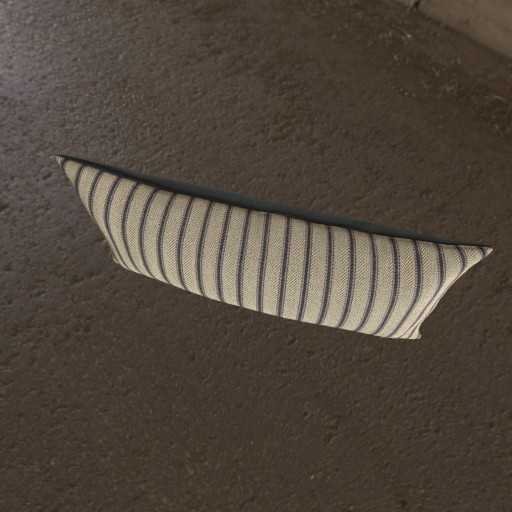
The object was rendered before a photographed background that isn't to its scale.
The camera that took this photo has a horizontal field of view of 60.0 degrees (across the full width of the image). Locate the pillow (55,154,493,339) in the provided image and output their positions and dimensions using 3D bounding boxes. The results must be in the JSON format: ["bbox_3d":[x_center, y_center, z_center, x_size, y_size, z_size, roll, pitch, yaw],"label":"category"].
[{"bbox_3d":[0.000,0.000,0.718,0.609,0.305,0.151,14,58,9],"label":"pillow"}]
